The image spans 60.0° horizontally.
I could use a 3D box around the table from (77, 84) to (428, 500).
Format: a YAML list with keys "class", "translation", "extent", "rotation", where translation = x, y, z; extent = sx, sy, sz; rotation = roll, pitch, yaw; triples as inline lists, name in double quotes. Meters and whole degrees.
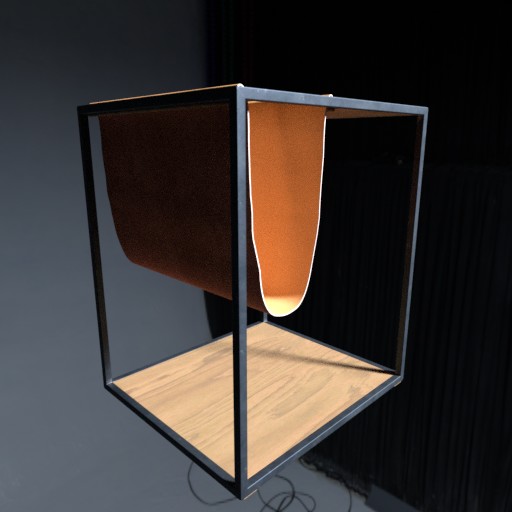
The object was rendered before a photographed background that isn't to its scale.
- class: "table"
  translation: [0.000, 0.000, 0.823]
  extent: [0.450, 0.536, 0.399]
  rotation: [-14, 20, -43]
